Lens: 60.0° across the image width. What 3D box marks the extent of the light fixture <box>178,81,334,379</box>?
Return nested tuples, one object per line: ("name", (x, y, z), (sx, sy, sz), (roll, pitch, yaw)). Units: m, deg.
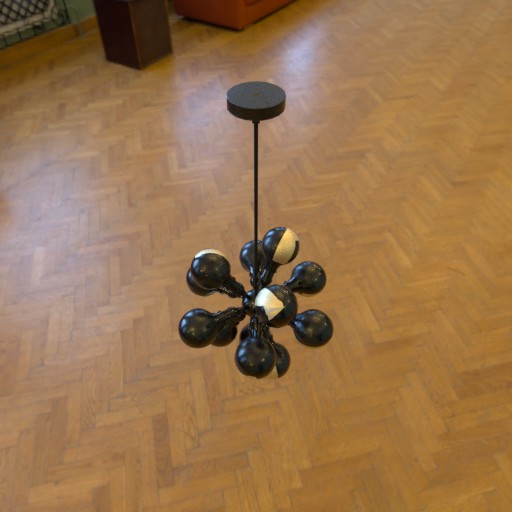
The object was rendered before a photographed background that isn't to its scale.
("light fixture", (0.000, 0.000, 1.128), (0.468, 0.859, 0.420), (23, 50, 21))
